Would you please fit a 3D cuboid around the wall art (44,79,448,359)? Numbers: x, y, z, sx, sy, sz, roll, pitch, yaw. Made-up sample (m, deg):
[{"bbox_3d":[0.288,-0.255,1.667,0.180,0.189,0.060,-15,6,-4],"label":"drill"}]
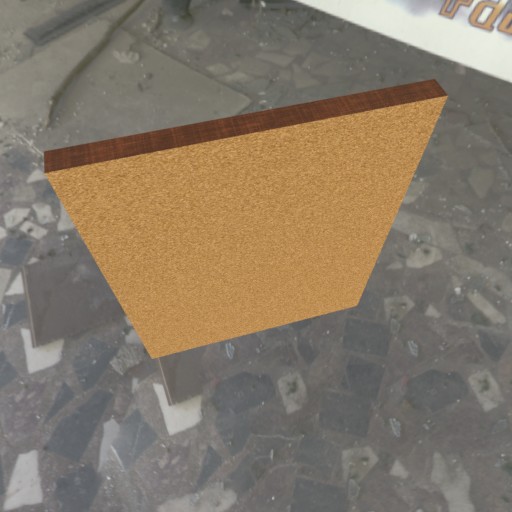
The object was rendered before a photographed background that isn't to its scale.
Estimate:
[{"bbox_3d":[0.000,0.000,0.743,0.467,0.567,0.033,-13,58,-8],"label":"wall art"}]
